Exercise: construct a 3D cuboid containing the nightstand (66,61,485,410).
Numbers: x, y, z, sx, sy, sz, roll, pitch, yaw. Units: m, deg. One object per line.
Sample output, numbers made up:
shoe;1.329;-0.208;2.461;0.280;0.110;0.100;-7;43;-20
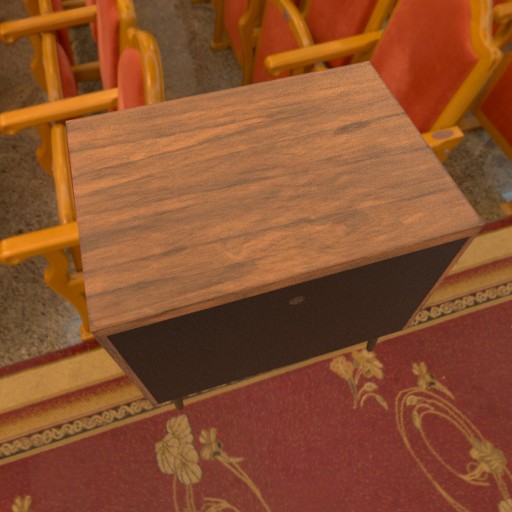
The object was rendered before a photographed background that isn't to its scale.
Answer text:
nightstand;0.000;0.000;1.021;0.610;0.610;0.458;-15;60;-9
